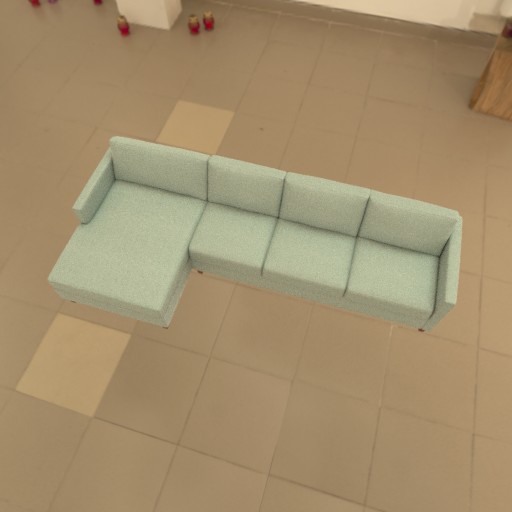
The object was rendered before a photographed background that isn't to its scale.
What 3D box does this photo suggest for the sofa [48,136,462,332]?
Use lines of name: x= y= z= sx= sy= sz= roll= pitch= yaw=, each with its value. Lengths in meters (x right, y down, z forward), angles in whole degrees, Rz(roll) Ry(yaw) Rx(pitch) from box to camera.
sofa: x=0.000 y=0.000 z=4.107 sx=3.470 sy=0.953 sz=1.600 roll=14 pitch=61 yaw=8
